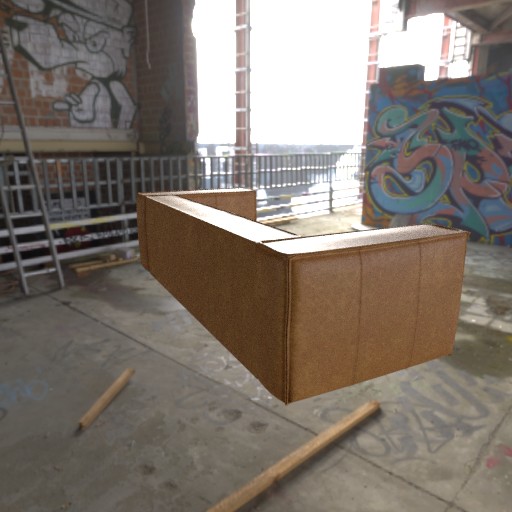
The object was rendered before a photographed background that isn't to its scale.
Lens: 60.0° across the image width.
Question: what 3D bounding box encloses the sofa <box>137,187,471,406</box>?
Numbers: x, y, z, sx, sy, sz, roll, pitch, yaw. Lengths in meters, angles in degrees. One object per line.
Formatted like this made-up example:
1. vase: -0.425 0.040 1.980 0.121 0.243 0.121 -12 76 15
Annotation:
1. sofa: 0.000 0.000 3.084 1.102 0.701 2.581 -7 16 -27
